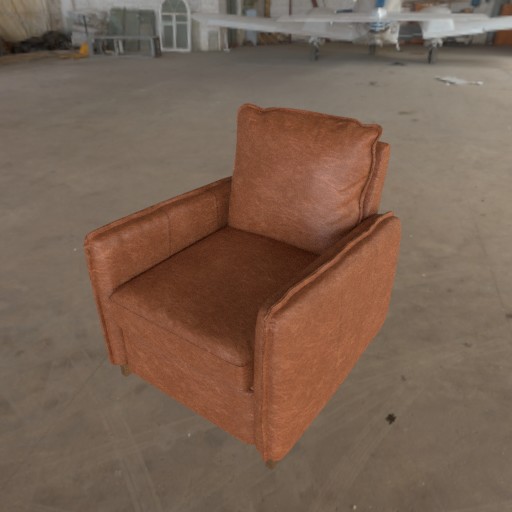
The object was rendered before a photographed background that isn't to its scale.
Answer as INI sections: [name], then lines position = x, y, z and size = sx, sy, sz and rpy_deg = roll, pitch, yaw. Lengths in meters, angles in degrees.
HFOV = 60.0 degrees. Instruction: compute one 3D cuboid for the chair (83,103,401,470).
[chair]
position = 0.000, 0.000, 1.615
size = 0.830, 0.922, 0.922
rpy_deg = 20, 35, 30
